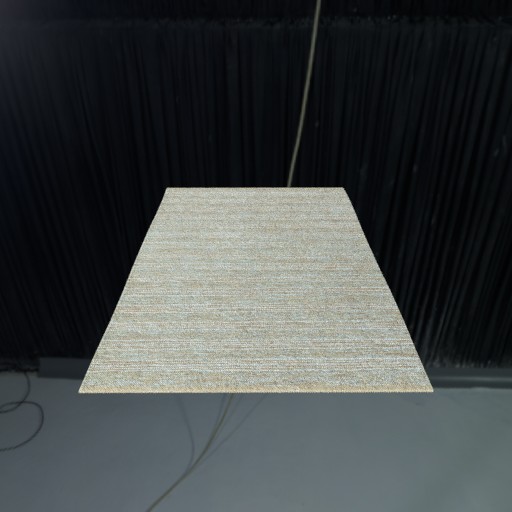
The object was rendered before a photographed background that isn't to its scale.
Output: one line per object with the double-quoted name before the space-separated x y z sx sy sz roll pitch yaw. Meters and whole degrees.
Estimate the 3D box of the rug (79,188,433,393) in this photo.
"rug" 0.000 0.000 2.318 1.240 0.010 1.824 0 31 0
